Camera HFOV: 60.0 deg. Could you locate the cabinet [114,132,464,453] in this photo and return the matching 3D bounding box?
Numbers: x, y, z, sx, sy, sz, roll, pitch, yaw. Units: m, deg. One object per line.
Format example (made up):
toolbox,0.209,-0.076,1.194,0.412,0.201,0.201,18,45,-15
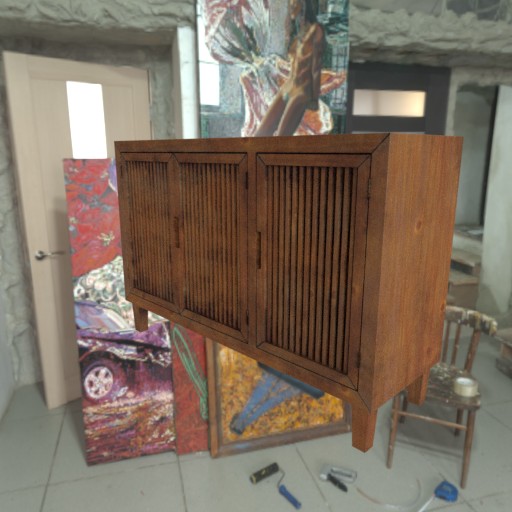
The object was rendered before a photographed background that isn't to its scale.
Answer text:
cabinet,0.000,0.000,1.580,0.403,0.805,1.204,-13,19,-43
